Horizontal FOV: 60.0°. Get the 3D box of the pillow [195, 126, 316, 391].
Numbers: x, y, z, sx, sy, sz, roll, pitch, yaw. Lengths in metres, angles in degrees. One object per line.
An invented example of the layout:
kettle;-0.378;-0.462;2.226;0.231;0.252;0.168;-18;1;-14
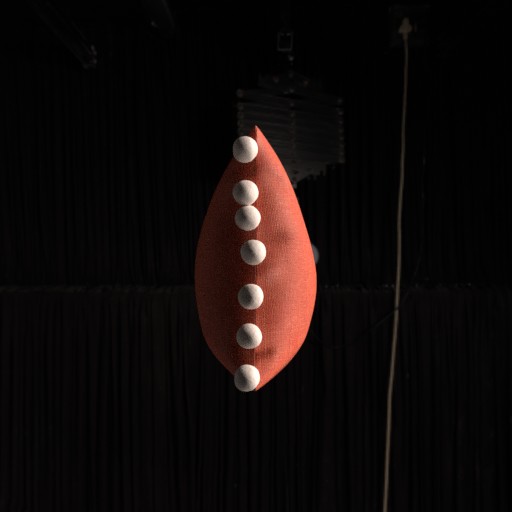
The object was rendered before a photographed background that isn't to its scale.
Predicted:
pillow;0.000;0.000;0.827;0.201;0.322;0.709;0;-1;0
